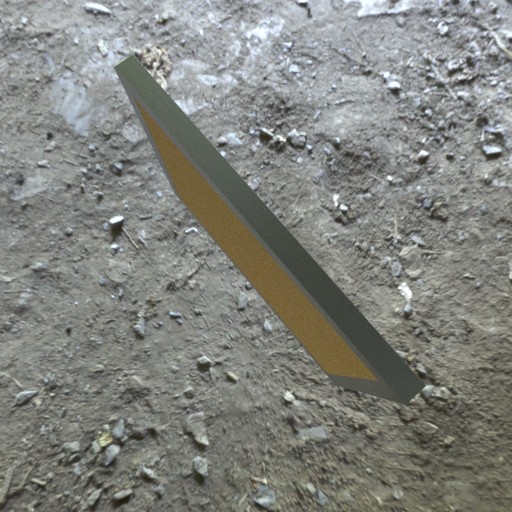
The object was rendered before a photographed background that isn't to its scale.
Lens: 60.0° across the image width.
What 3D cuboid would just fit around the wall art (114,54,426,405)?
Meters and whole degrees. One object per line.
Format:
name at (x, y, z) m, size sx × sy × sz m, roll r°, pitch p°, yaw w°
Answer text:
wall art at (0.000, 0.000, 0.765) m, size 0.032 × 0.456 × 0.557 m, roll -39°, pitch 79°, yaw -9°
